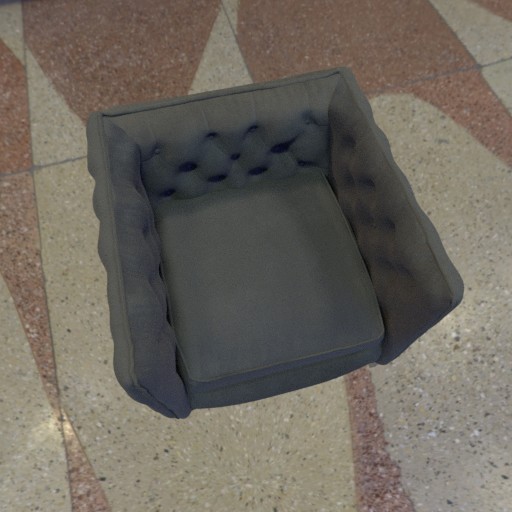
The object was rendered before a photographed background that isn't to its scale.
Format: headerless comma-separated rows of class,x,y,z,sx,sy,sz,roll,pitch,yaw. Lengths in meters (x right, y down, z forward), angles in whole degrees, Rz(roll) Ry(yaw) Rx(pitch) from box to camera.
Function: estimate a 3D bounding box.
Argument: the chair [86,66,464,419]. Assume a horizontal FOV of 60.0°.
chair,0.000,0.000,1.598,0.946,0.807,0.913,-13,64,-7
